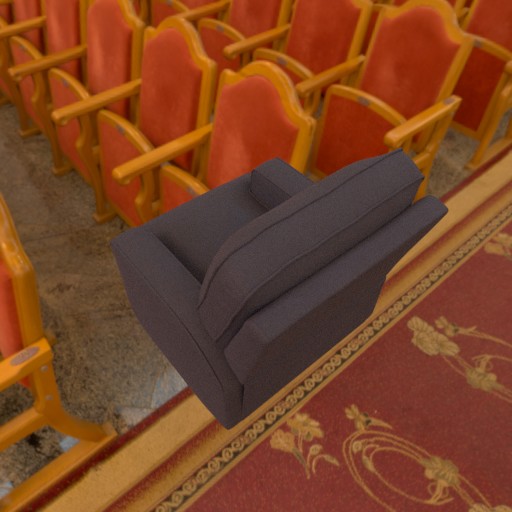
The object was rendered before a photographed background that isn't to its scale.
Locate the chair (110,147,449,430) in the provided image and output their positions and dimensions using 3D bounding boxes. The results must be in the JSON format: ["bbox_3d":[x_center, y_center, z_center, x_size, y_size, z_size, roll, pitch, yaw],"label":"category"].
[{"bbox_3d":[0.000,0.000,1.697,0.861,0.962,0.964,-32,55,-26],"label":"chair"}]
